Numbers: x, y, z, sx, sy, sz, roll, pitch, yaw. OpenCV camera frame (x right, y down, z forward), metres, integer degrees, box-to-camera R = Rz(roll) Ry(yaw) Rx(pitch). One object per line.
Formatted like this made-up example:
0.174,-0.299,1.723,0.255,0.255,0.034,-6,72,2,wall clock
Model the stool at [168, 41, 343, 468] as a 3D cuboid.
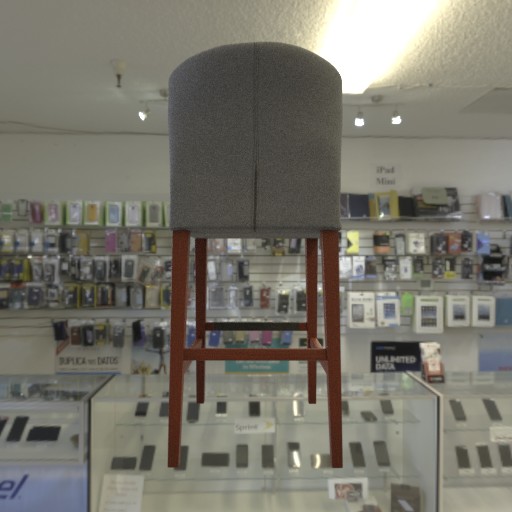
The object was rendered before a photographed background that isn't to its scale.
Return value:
0.000,0.000,1.372,0.481,1.069,0.568,0,0,0,stool
